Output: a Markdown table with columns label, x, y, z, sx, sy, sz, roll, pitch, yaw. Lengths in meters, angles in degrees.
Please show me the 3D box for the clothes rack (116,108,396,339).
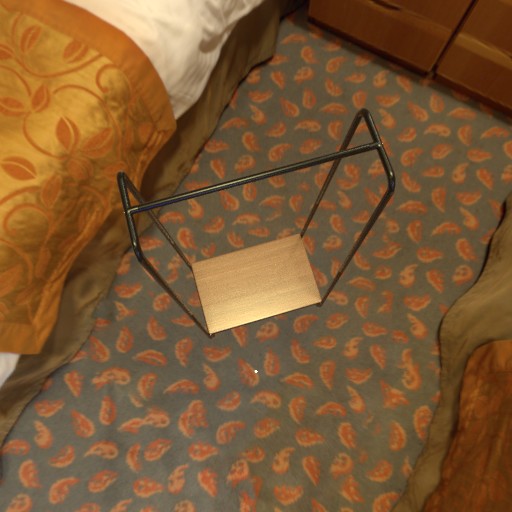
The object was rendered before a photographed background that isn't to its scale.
| label | x | y | z | sx | sy | sz | roll | pitch | yaw |
| --- | --- | --- | --- | --- | --- | --- | --- | --- | --- |
| clothes rack | 0.000 | 0.000 | 1.768 | 0.640 | 1.500 | 0.400 | -16 | 76 | -4 |
